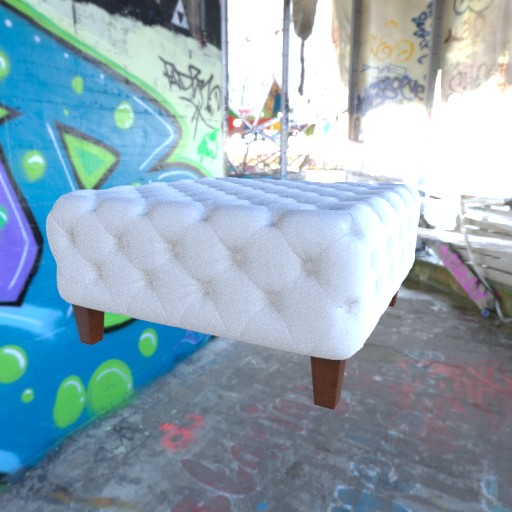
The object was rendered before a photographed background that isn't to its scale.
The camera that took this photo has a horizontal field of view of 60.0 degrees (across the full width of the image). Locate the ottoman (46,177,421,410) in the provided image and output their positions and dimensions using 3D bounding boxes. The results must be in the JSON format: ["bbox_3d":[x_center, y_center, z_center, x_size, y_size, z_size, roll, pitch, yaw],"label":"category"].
[{"bbox_3d":[0.000,0.000,1.206,0.755,0.376,0.753,7,15,26],"label":"ottoman"}]
